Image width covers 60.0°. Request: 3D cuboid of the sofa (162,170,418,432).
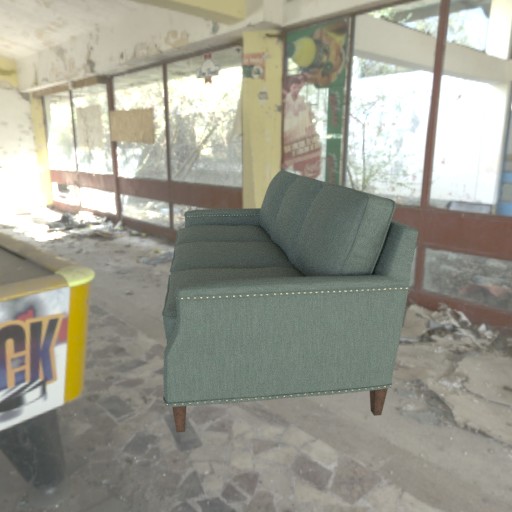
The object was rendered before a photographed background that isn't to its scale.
[{"bbox_3d":[0.000,0.000,2.876,1.084,1.003,2.246,-2,14,-8],"label":"sofa"}]
